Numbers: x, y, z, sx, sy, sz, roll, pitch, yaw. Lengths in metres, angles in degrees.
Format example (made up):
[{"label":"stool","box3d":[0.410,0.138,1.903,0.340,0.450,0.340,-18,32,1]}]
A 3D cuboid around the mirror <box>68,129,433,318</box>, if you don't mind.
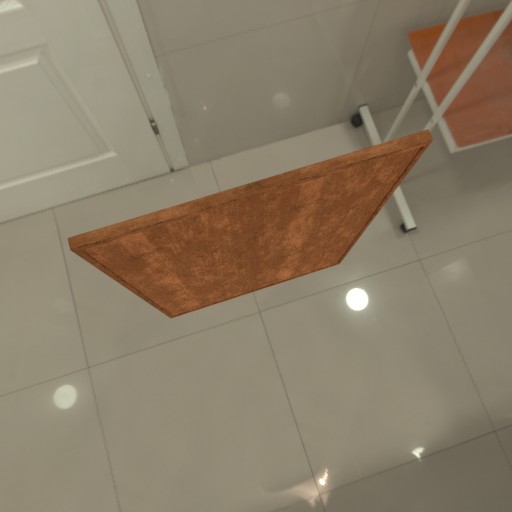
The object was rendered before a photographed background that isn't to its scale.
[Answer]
[{"label":"mirror","box3d":[0.000,0.000,1.453,0.796,1.099,0.028,-18,76,-5]}]
